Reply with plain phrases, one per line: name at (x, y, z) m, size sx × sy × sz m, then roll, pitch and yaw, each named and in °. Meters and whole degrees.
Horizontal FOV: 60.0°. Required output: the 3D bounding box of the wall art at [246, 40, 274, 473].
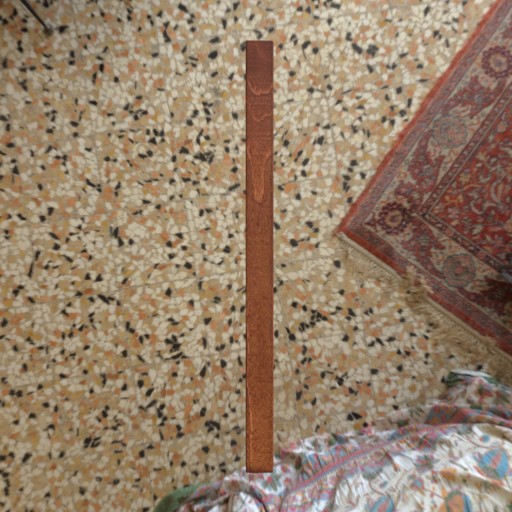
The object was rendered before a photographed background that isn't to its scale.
wall art at (0.000, 0.000, 0.751) m, size 0.030 × 0.558 × 0.462 m, roll 0°, pitch 90°, yaw -1°
